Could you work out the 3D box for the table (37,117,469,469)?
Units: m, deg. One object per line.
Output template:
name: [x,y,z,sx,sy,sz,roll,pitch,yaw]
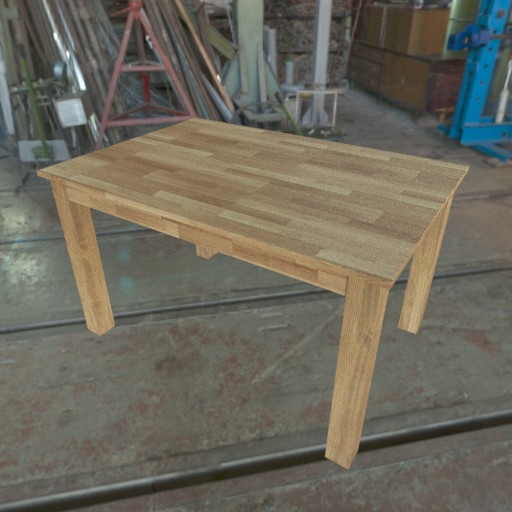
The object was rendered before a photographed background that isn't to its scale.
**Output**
table: [0.000,0.000,1.812,1.300,0.750,0.900,19,36,28]
